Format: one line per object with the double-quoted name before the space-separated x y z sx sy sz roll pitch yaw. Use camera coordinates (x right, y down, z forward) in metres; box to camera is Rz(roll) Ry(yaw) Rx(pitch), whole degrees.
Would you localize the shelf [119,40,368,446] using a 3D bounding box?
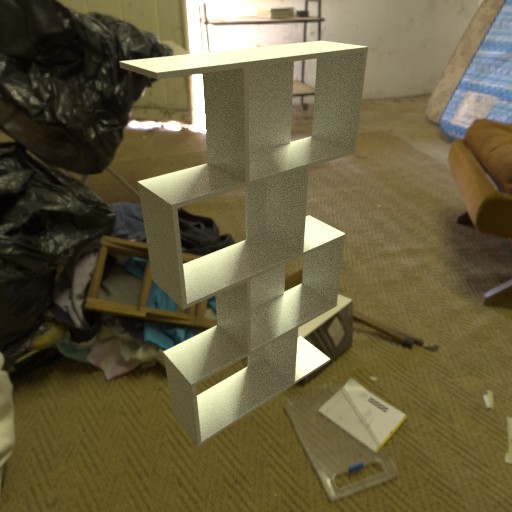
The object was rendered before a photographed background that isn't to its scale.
"shelf" 0.000 0.000 1.967 0.890 1.650 0.250 -23 38 -32
